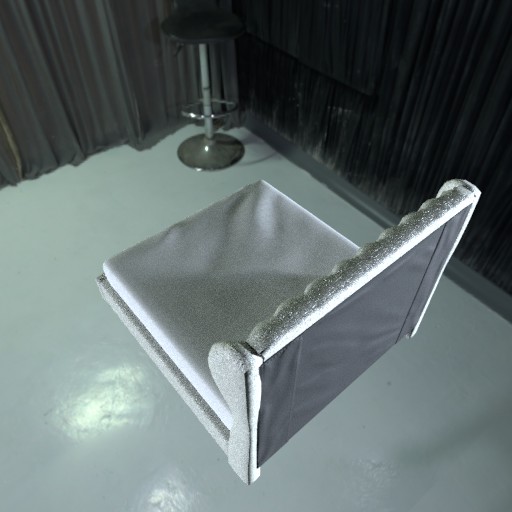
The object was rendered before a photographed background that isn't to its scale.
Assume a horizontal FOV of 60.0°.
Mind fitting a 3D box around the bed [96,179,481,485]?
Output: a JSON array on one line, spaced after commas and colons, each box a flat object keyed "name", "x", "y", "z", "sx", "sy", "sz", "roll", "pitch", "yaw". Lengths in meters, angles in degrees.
[{"name": "bed", "x": 0.000, "y": 0.000, "z": 3.820, "sx": 2.219, "sy": 1.771, "sz": 2.347, "roll": -32, "pitch": 54, "yaw": -27}]
